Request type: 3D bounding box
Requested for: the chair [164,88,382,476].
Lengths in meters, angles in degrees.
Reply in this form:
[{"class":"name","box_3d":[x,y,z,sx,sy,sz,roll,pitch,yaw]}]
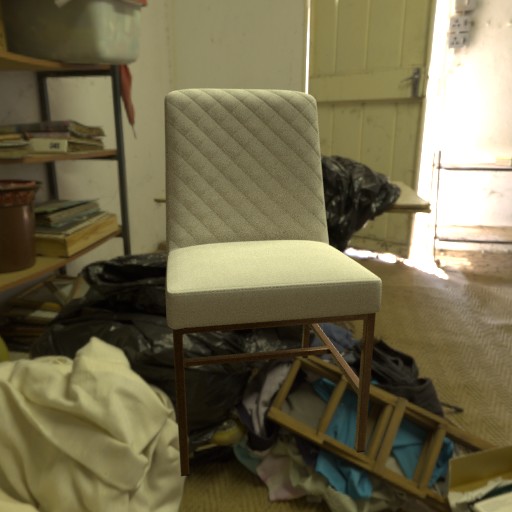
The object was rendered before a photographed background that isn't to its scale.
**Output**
[{"class":"chair","box_3d":[0.000,0.000,1.258,0.503,0.933,0.597,-3,16,-10]}]
